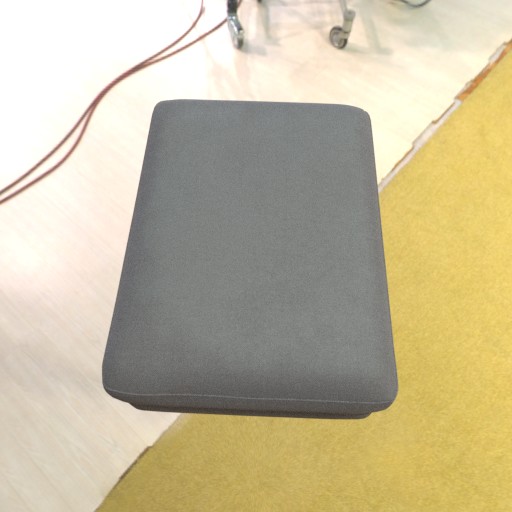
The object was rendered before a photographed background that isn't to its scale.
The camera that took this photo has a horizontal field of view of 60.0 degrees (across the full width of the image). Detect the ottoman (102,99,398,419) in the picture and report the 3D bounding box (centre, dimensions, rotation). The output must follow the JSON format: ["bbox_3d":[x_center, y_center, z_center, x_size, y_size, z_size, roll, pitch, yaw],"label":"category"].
[{"bbox_3d":[0.000,0.000,1.178,0.608,0.449,0.811,2,63,1],"label":"ottoman"}]
